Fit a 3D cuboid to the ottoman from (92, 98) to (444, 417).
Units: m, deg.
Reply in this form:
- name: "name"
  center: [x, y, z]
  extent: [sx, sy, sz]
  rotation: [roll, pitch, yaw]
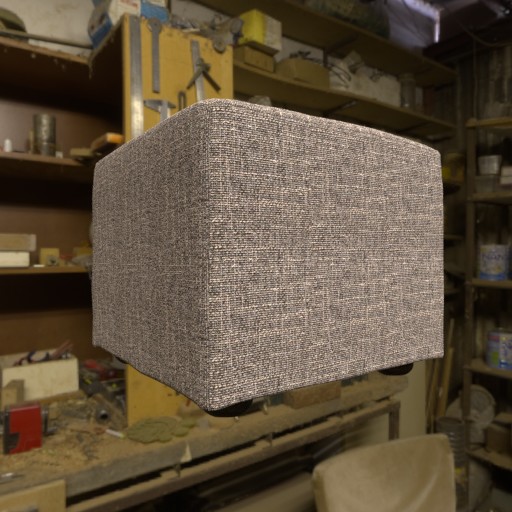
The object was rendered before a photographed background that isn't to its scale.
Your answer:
- name: "ottoman"
  center: [0.000, 0.000, 0.887]
  extent: [0.512, 0.453, 0.521]
  rotation: [0, 0, -35]
